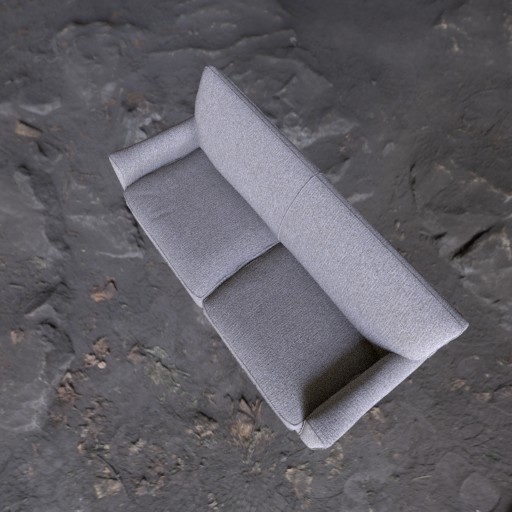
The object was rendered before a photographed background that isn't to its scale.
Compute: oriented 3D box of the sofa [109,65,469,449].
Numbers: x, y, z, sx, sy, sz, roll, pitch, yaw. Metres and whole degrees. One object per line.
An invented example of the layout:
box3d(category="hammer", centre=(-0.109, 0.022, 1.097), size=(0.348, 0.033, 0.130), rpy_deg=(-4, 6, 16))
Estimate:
box3d(category="sofa", centre=(0.000, 0.000, 2.548), size=(0.854, 0.942, 2.026), rpy_deg=(-33, 68, -15))
